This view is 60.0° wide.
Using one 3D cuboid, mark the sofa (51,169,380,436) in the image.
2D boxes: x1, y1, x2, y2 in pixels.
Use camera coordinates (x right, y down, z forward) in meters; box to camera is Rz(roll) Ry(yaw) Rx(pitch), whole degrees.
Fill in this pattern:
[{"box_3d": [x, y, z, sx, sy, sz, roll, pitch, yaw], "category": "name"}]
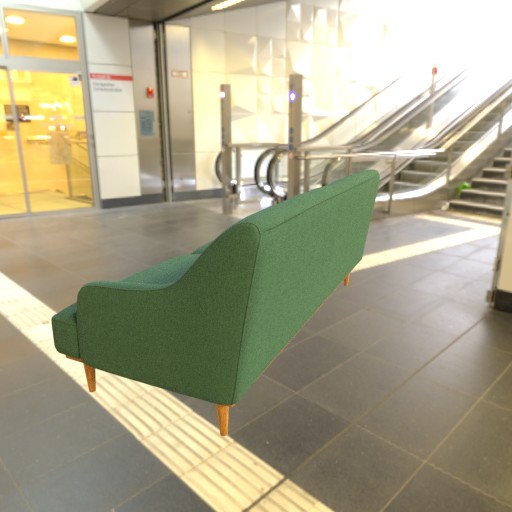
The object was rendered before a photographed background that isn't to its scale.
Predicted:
[{"box_3d": [0.000, 0.000, 2.521, 0.978, 0.871, 2.057, 8, 18, 25], "category": "sofa"}]
